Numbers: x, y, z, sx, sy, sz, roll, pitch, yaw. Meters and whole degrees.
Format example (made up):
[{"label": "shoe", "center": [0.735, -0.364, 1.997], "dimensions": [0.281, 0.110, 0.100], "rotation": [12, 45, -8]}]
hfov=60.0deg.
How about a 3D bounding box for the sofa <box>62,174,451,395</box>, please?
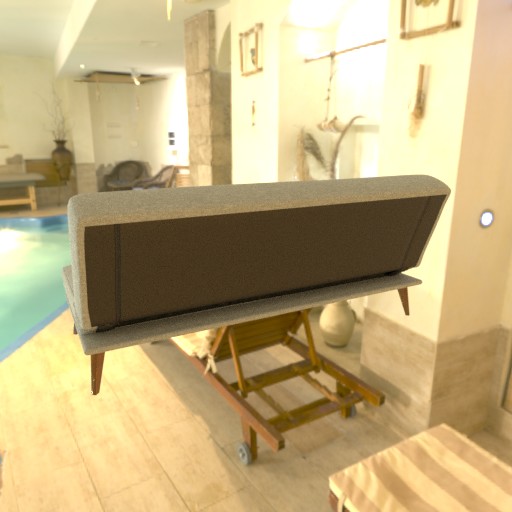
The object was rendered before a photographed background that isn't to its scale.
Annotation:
[{"label": "sofa", "center": [0.000, 0.000, 2.274], "dimensions": [1.800, 0.810, 0.860], "rotation": [-8, 17, -27]}]
